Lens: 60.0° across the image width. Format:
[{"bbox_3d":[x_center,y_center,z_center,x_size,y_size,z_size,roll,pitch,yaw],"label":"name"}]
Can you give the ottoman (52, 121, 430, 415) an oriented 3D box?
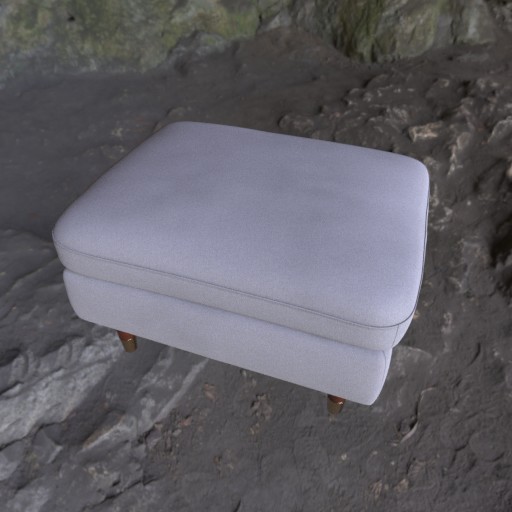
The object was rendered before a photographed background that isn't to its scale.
[{"bbox_3d":[0.000,0.000,1.107,0.747,0.478,0.593,13,42,14],"label":"ottoman"}]
